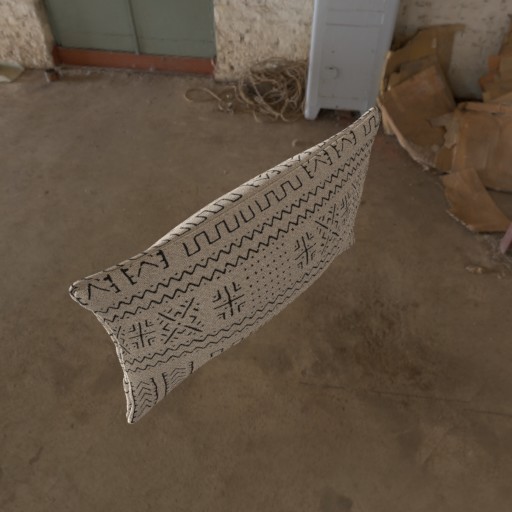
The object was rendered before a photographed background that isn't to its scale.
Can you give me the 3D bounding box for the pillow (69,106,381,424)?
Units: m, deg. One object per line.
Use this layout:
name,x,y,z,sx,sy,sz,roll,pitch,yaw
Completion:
pillow,0.000,0.000,0.796,0.637,0.352,0.188,-36,56,-29
